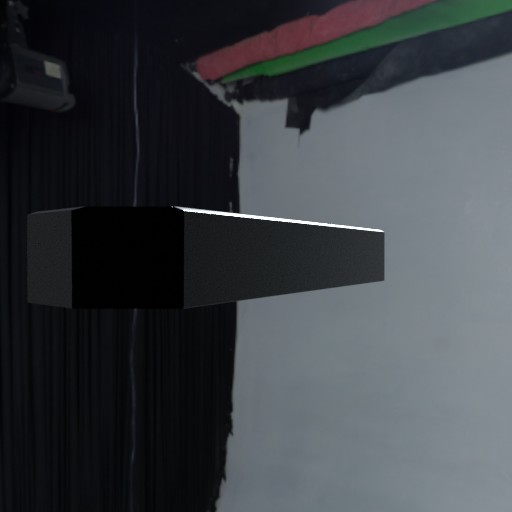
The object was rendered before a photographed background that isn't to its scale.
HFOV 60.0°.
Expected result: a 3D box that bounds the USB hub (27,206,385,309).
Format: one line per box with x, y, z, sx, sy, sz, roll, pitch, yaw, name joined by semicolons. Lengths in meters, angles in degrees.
0.000;0.000;0.159;0.044;0.023;0.145;0;0;36;USB hub
